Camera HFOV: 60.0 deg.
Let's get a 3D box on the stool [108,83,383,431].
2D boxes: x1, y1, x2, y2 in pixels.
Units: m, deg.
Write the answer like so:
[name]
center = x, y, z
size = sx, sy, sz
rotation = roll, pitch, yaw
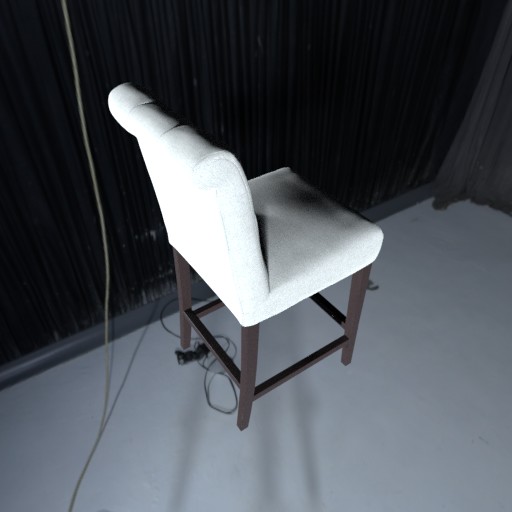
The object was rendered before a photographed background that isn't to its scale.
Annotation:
[stool]
center = 0.000, 0.000, 1.387
size = 0.601, 1.040, 0.493
rotation = -24, 46, -26
